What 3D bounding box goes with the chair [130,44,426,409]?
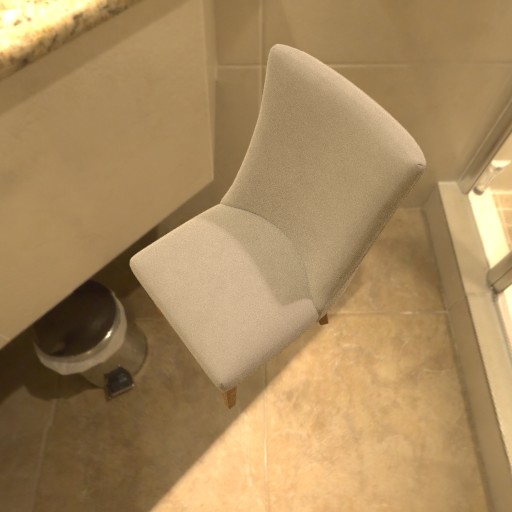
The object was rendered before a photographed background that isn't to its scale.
[{"bbox_3d":[0.000,0.000,1.286,0.610,0.902,0.495,-35,67,-17],"label":"chair"}]
